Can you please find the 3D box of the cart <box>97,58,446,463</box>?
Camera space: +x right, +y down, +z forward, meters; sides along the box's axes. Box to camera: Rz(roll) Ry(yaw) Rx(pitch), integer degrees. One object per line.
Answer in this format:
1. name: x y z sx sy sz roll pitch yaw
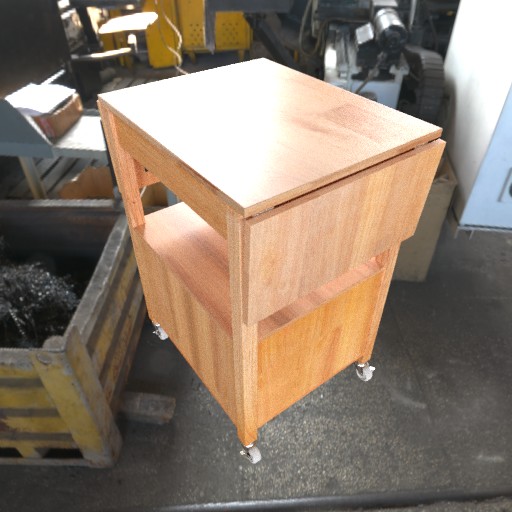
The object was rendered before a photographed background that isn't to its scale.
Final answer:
1. cart: 0.000 0.000 1.249 0.508 0.838 0.640 -25 46 -27
